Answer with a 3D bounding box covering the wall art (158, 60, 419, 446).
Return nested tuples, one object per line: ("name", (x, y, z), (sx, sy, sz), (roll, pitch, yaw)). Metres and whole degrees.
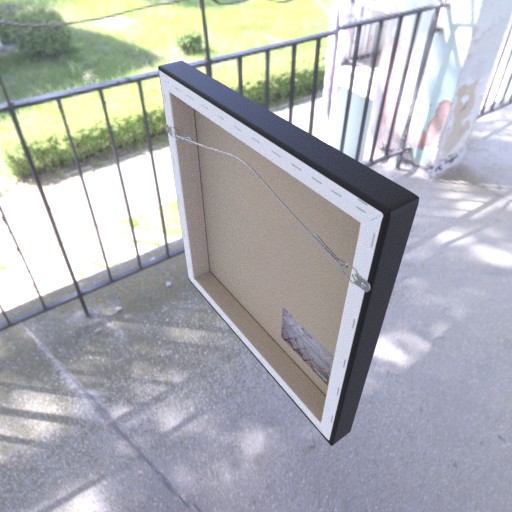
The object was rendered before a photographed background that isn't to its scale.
("wall art", (0.000, 0.000, 0.612), (0.041, 0.407, 0.406), (-26, 48, -26))
